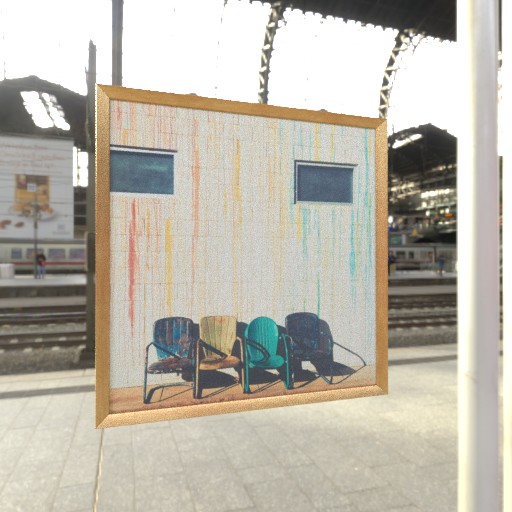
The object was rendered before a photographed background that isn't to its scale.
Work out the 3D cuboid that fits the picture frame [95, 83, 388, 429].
[{"bbox_3d":[0.000,0.000,1.116,0.758,0.761,0.037,0,0,-19],"label":"picture frame"}]
